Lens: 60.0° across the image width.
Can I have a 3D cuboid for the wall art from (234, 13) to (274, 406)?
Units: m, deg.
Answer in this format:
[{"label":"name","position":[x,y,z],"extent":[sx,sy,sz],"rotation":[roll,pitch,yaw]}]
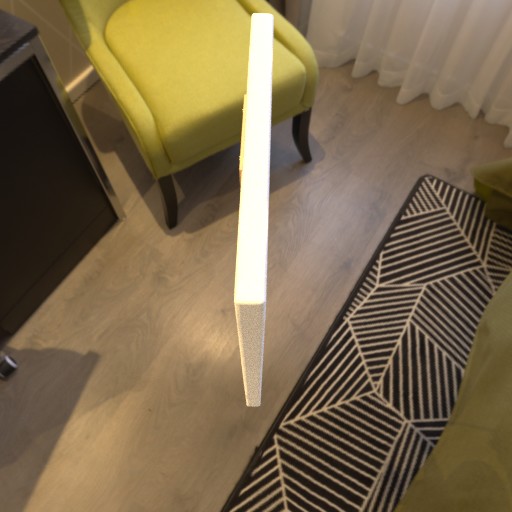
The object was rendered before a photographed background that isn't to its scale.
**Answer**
[{"label":"wall art","position":[0.000,0.000,1.126],"extent":[0.048,0.902,0.602],"rotation":[2,63,1]}]
